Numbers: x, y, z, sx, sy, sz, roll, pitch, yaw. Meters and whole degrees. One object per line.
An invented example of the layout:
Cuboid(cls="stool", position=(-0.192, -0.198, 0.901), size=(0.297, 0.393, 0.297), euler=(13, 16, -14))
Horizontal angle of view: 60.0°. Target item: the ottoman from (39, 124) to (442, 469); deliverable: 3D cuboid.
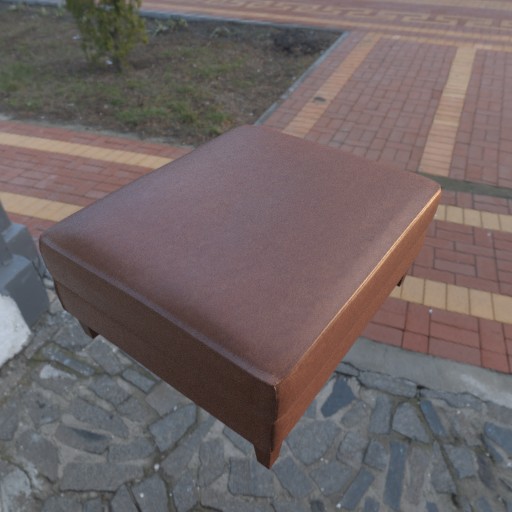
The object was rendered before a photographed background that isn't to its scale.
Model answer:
Cuboid(cls="ottoman", position=(0.000, 0.000, 1.443), size=(0.836, 0.472, 0.987), euler=(25, 46, 27))
